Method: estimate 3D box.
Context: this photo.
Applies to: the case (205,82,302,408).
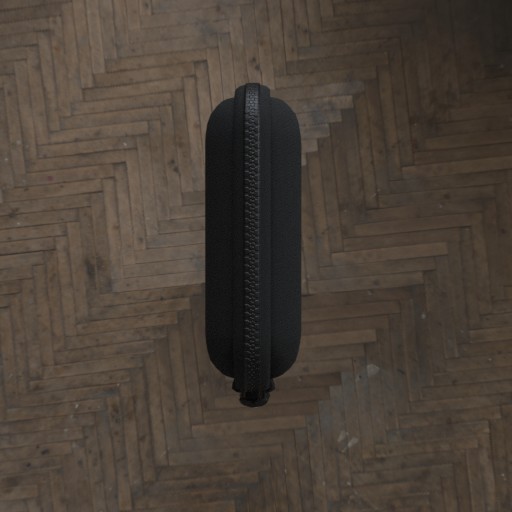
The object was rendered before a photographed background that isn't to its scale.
[{"bbox_3d":[0.000,0.000,0.193,0.030,0.147,0.107,0,90,1],"label":"case"}]
